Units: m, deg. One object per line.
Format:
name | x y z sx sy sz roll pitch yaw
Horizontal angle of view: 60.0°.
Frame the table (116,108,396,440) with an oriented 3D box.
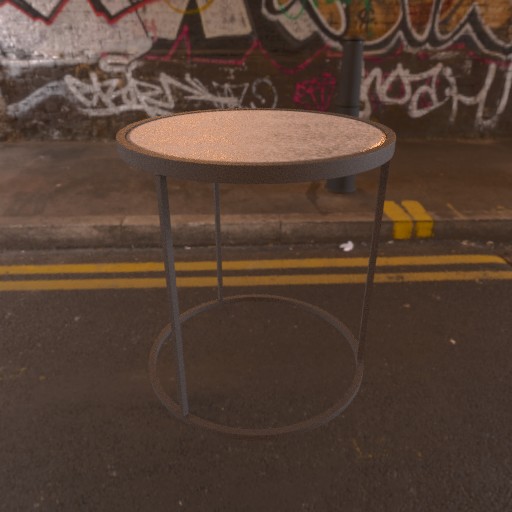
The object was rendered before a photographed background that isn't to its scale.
table | 0.000 0.000 0.885 0.470 0.498 0.470 0 27 0
